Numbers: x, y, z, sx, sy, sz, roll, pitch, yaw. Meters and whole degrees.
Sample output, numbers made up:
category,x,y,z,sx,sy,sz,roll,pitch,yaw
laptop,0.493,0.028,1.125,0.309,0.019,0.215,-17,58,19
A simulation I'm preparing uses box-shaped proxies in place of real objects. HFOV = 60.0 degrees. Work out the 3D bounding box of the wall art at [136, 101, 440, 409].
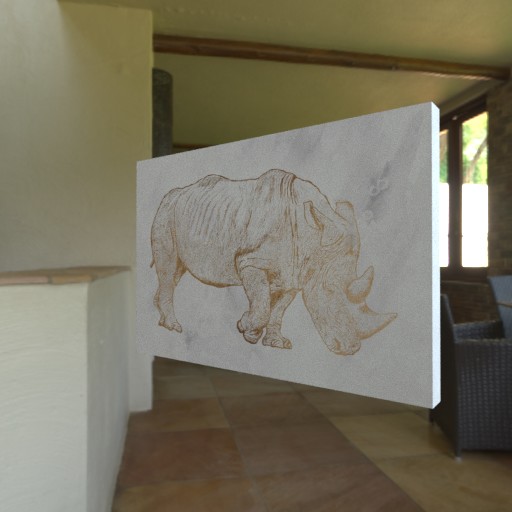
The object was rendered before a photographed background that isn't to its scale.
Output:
category,x,y,z,sx,sy,sz,roll,pitch,yaw
wall art,0.000,0.000,0.783,0.609,0.407,0.038,0,-1,36
